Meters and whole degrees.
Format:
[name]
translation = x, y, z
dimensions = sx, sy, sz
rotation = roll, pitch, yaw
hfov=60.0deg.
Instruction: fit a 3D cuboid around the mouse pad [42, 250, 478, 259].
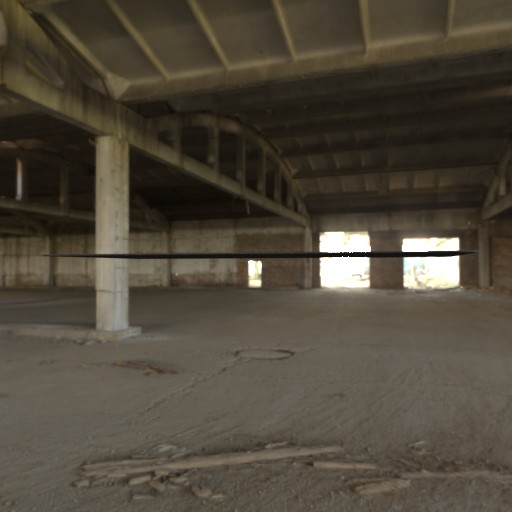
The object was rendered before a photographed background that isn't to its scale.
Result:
[mouse pad]
translation = 0.000, 0.000, 1.062
dimensions = 0.907, 0.003, 0.424
rotation = 0, -1, 18
